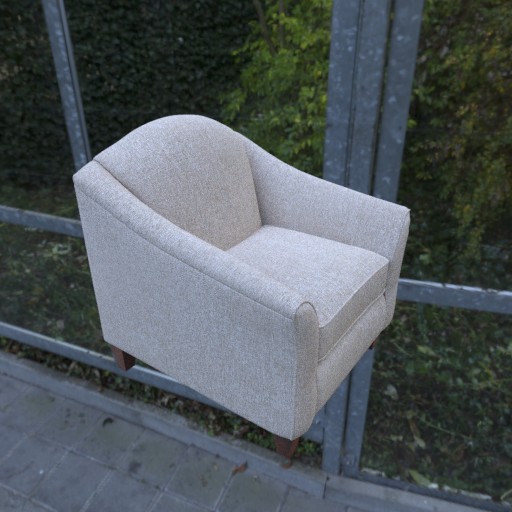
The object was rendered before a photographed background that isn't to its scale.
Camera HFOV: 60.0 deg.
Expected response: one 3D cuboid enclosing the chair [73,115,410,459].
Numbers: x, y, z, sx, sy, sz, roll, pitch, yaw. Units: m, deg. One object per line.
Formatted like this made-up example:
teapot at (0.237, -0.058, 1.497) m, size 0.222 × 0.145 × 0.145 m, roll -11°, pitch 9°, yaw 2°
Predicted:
chair at (0.000, 0.000, 1.479) m, size 0.787 × 0.839 × 0.763 m, roll 18°, pitch 32°, yaw 31°
